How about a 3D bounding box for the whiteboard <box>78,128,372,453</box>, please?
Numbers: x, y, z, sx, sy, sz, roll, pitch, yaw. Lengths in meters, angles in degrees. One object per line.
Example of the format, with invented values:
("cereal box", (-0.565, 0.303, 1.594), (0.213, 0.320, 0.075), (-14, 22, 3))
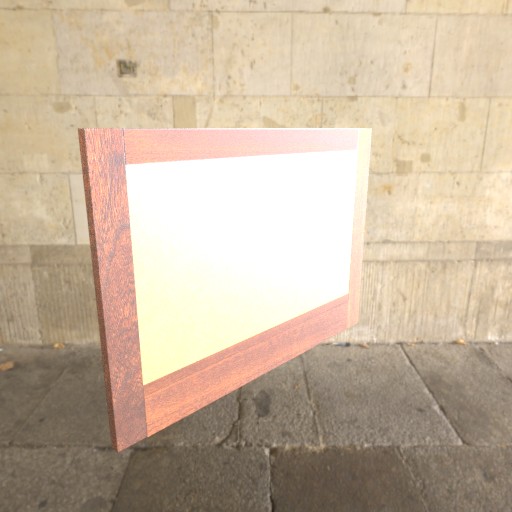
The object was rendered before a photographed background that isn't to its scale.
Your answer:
("whiteboard", (0.000, 0.000, 1.010), (0.083, 0.559, 0.783), (15, 22, 43))
